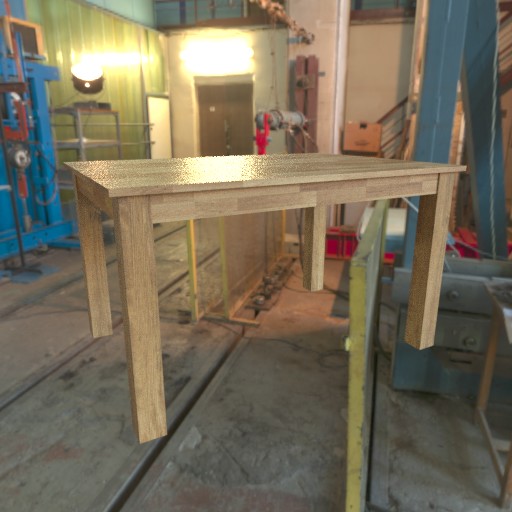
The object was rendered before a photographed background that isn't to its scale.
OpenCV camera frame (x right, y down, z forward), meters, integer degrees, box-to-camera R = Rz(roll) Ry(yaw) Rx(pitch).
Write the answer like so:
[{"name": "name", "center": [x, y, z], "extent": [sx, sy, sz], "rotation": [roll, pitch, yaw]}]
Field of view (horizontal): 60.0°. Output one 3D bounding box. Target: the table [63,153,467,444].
[{"name": "table", "center": [0.000, 0.000, 1.837], "extent": [1.300, 0.750, 0.900], "rotation": [-9, 19, -28]}]
